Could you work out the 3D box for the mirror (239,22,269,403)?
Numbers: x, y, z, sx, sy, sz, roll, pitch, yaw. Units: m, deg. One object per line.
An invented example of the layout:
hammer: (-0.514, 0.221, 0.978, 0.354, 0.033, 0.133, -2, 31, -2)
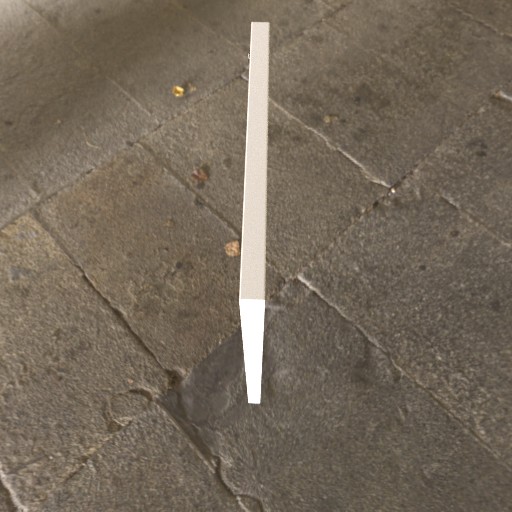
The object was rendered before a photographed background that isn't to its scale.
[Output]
mirror: (0.000, 0.000, 1.177, 0.041, 0.915, 0.609, 1, 63, 1)
